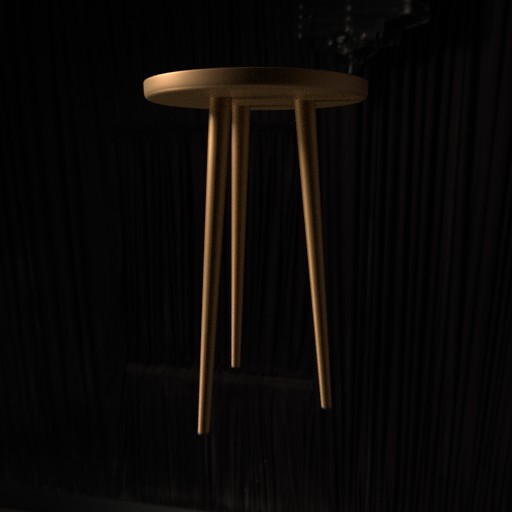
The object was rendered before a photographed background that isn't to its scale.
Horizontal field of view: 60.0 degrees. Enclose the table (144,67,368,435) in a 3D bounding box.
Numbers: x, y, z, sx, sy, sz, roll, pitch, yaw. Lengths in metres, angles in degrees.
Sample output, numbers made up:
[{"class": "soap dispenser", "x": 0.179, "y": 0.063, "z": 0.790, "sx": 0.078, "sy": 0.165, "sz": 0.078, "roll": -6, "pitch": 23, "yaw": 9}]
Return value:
[{"class": "table", "x": 0.000, "y": 0.000, "z": 0.665, "sx": 0.299, "sy": 0.480, "sz": 0.299, "roll": 2, "pitch": 14, "yaw": 8}]
